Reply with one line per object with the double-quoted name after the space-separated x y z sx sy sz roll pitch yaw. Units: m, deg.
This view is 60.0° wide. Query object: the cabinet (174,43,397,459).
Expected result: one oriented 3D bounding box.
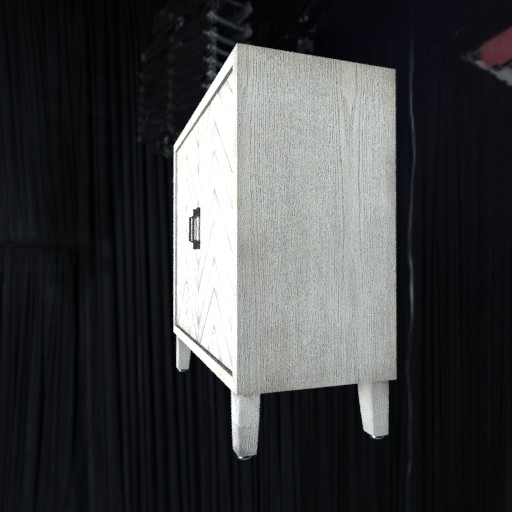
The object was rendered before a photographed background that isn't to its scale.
0.000 0.000 1.250 0.370 0.787 0.781 0 -1 -19 "cabinet"
